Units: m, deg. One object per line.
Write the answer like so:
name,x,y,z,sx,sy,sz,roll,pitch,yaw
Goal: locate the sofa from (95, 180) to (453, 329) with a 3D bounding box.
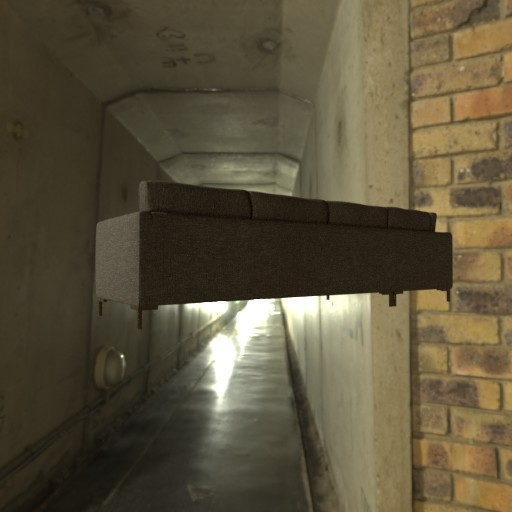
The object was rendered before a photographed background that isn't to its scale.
sofa,0.000,0.000,3.929,2.949,0.815,2.007,1,-1,-35
